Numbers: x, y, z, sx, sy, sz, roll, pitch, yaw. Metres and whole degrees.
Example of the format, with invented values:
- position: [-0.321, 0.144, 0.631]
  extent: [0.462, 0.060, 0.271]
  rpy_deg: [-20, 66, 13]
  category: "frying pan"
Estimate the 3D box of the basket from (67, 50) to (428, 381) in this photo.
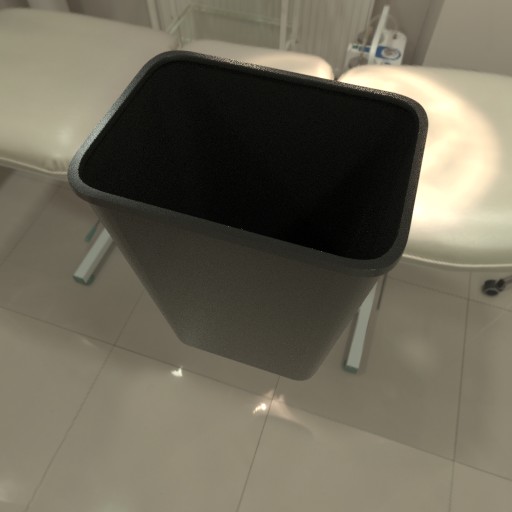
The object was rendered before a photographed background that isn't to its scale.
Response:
- position: [0.000, 0.000, 0.755]
  extent: [0.394, 0.521, 0.287]
  rpy_deg: [16, 59, 10]
  category: "basket"
